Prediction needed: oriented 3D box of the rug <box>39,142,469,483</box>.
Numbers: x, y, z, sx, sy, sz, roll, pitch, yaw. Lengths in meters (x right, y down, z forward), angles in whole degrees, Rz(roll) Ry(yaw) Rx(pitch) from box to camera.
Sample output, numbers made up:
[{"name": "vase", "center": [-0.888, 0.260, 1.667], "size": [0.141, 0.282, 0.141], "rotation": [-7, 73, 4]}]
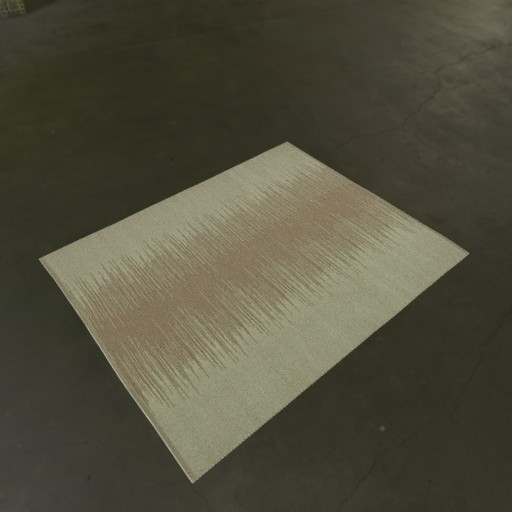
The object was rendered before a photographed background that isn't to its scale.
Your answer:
[{"name": "rug", "center": [0.000, 0.000, 4.004], "size": [3.048, 0.013, 2.438], "rotation": [-31, 54, -26]}]
